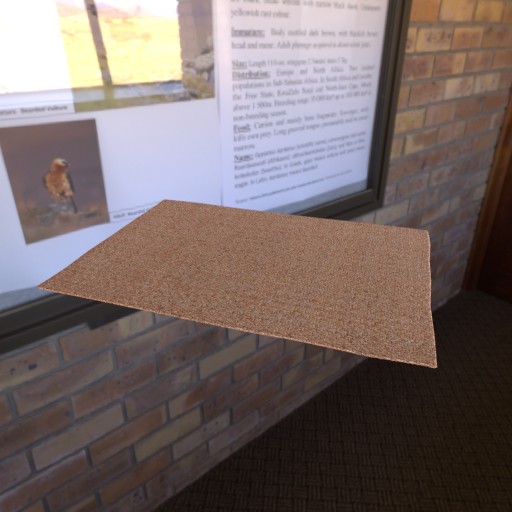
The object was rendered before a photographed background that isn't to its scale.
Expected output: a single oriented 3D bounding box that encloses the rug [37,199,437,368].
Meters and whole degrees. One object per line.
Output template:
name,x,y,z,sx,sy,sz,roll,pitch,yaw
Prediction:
rug,0.000,0.000,2.847,2.141,0.013,1.566,8,28,16
